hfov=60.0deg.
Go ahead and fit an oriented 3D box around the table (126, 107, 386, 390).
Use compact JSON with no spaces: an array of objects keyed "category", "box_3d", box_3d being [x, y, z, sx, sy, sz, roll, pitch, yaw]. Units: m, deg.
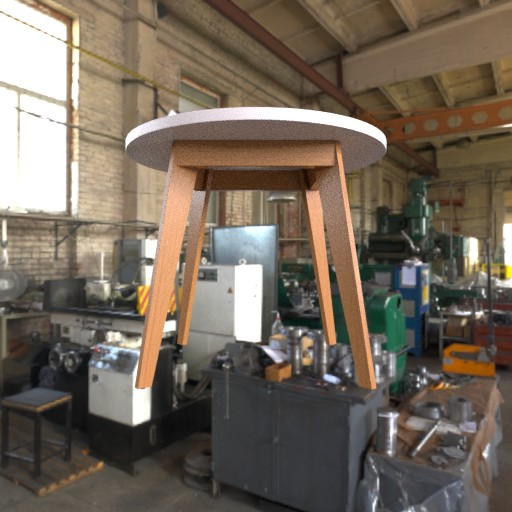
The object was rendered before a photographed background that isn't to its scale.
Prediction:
[{"category":"table","box_3d":[0.000,0.000,1.587,0.896,0.762,0.896,0,0,0]}]
